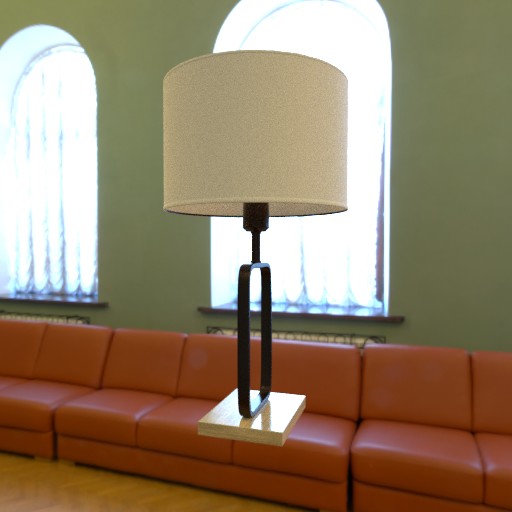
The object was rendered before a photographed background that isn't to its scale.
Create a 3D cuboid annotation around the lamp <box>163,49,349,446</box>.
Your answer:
[{"bbox_3d":[0.000,0.000,0.683,0.279,0.508,0.279,0,1,18],"label":"lamp"}]
